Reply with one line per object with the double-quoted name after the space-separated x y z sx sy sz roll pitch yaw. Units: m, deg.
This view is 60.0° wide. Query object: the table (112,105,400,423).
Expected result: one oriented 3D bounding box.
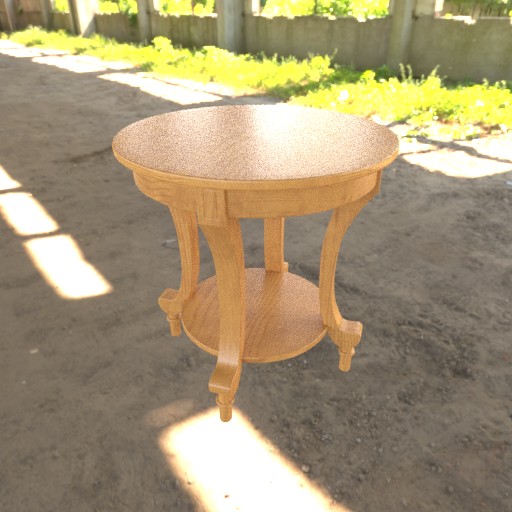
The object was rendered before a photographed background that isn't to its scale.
0.000 0.000 1.105 0.597 0.612 0.597 0 30 0 "table"
